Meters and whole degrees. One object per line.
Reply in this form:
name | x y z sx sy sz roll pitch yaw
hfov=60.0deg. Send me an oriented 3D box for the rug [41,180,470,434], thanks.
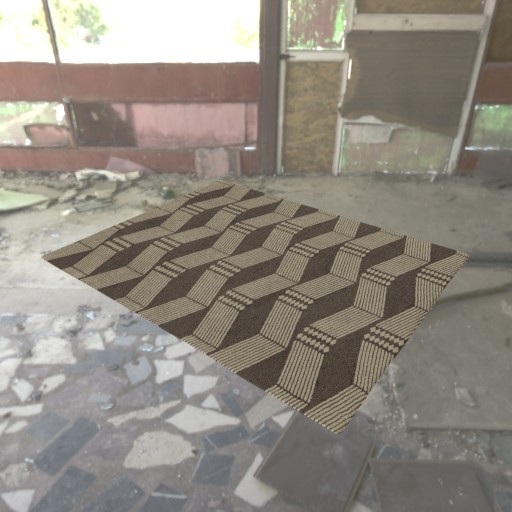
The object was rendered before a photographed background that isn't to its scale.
rug | 0.000 0.000 4.017 3.048 0.016 2.438 22 37 32
